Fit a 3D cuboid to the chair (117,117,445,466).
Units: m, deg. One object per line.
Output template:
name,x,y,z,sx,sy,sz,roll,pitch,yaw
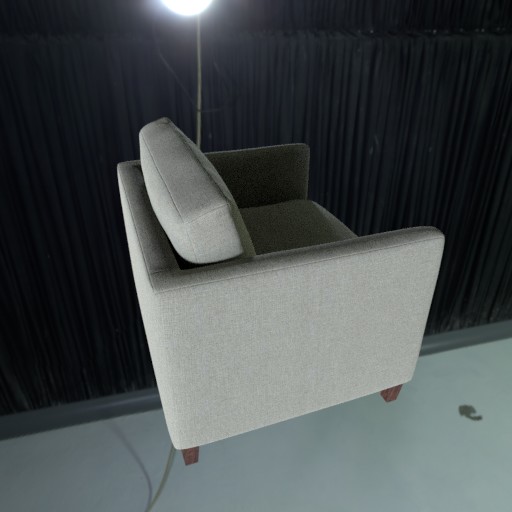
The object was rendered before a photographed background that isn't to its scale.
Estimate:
chair,0.000,0.000,1.816,0.959,0.963,1.107,-10,32,-17
